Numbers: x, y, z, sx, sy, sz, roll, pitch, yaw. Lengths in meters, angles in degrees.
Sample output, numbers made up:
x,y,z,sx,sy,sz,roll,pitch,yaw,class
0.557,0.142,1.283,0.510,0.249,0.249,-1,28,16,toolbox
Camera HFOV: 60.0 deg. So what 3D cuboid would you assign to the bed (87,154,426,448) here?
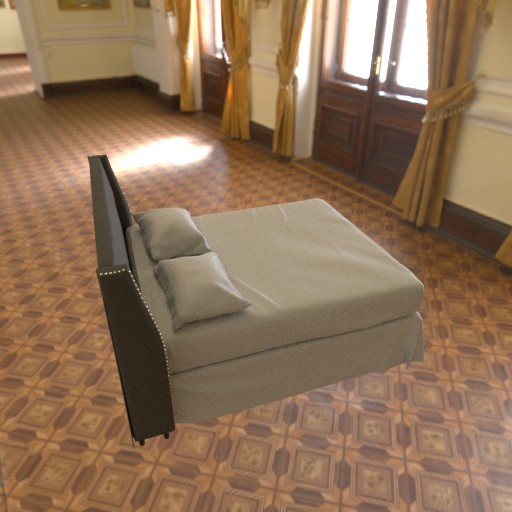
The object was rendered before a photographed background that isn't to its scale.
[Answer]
x,y,z,sx,sy,sz,roll,pitch,yaw,class
0.000,0.000,3.499,2.276,1.332,1.925,-10,32,-17,bed
